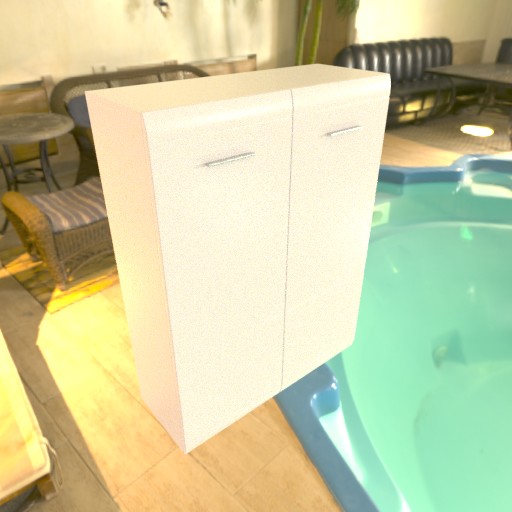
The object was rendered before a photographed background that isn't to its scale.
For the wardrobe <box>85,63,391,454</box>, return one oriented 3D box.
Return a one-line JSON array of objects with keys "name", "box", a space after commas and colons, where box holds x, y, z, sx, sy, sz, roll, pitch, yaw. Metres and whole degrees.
[{"name": "wardrobe", "box": [0.000, 0.000, 1.624, 0.900, 1.200, 0.360, -23, 37, -33]}]
